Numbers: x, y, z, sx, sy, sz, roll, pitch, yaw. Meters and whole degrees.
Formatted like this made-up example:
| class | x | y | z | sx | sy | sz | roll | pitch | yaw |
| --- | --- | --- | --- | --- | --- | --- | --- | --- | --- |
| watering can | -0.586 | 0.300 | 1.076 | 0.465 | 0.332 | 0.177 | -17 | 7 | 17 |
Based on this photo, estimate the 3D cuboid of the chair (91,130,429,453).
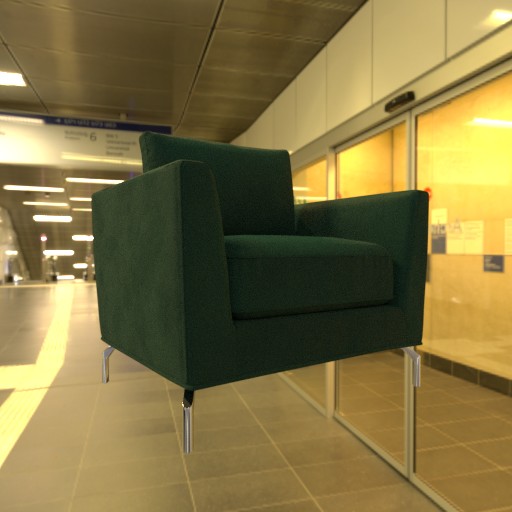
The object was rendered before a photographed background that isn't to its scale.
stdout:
| class | x | y | z | sx | sy | sz | roll | pitch | yaw |
| --- | --- | --- | --- | --- | --- | --- | --- | --- | --- |
| chair | 0.000 | 0.000 | 1.739 | 1.047 | 0.997 | 0.852 | -1 | 1 | -35 |
